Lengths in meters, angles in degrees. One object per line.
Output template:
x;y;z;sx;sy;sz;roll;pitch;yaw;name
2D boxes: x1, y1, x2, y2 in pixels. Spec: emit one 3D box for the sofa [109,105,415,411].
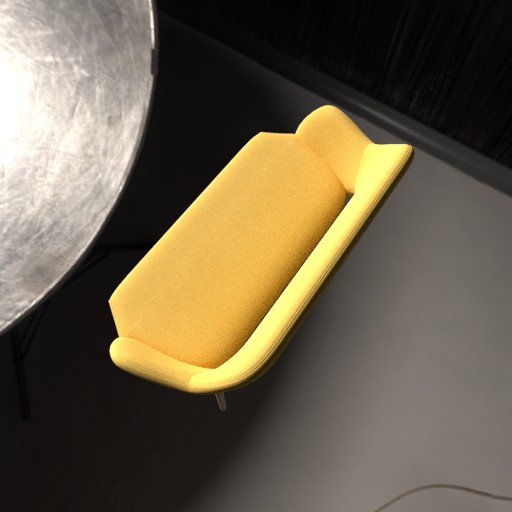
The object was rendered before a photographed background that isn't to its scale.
0.000;0.000;1.598;0.610;0.840;1.150;33;69;14;sofa
